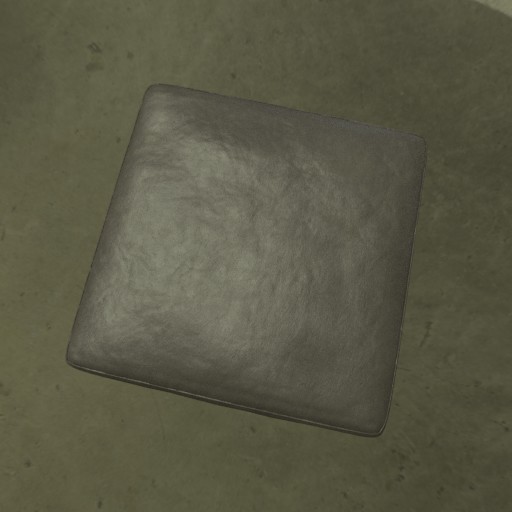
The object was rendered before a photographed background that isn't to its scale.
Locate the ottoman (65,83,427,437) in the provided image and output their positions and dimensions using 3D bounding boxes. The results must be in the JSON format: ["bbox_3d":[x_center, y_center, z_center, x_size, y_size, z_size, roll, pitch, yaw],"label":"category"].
[{"bbox_3d":[0.000,0.000,1.316,0.836,0.415,0.844,12,78,3],"label":"ottoman"}]
